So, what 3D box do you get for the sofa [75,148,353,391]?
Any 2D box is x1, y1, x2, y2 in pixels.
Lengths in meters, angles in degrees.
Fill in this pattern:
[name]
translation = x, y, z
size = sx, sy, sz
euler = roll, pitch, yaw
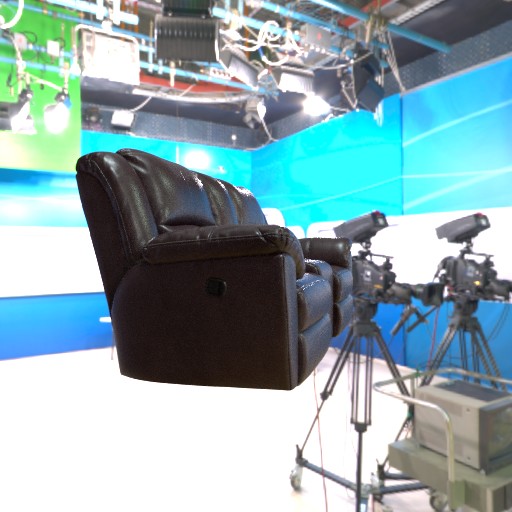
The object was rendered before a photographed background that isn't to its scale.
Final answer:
[sofa]
translation = 0.000, 0.000, 2.625
size = 0.991, 1.043, 2.058
euler = 0, 1, 19
